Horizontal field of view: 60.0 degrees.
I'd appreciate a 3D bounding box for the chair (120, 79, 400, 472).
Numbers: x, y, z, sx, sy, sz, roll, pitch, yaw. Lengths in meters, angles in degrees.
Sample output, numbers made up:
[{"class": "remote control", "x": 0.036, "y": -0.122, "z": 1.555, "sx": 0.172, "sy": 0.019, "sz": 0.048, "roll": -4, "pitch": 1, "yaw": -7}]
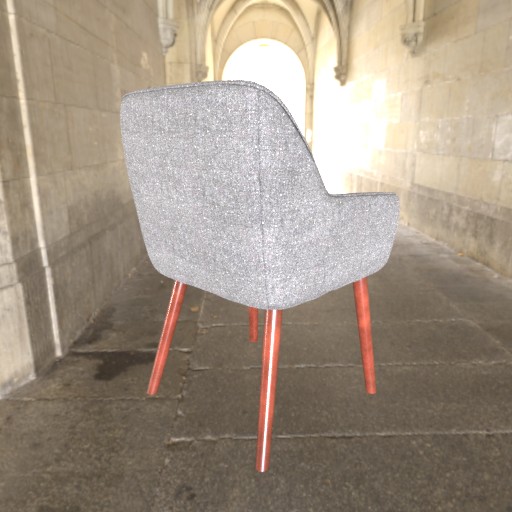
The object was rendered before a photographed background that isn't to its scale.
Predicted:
[{"class": "chair", "x": 0.000, "y": 0.000, "z": 1.156, "sx": 0.543, "sy": 0.803, "sz": 0.519, "roll": 14, "pitch": 21, "yaw": 42}]
